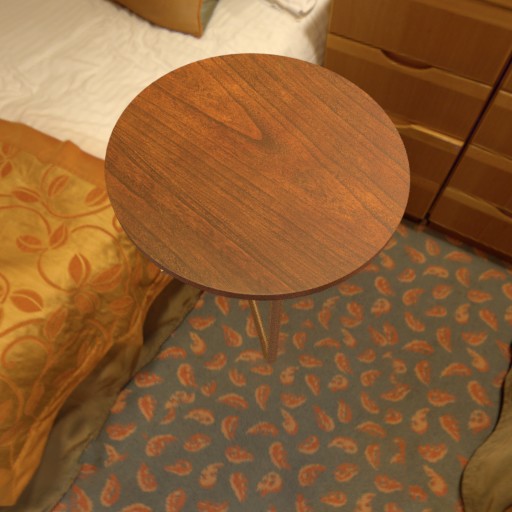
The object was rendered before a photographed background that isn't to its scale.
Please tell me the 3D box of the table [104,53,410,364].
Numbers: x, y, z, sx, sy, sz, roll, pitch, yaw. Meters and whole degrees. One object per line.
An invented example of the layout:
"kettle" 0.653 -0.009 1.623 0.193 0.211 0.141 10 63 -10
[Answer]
"table" 0.000 0.000 1.088 0.530 0.706 0.577 -13 59 -8
